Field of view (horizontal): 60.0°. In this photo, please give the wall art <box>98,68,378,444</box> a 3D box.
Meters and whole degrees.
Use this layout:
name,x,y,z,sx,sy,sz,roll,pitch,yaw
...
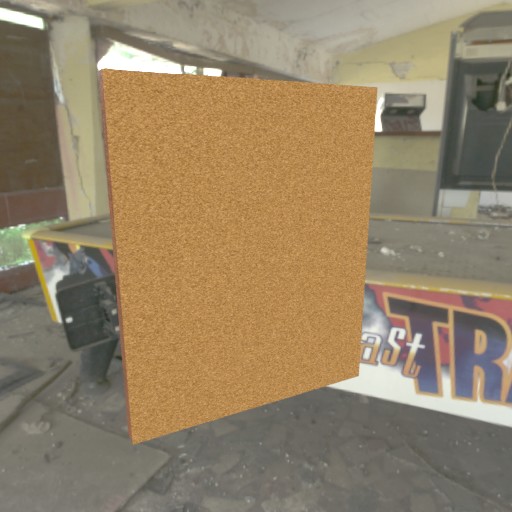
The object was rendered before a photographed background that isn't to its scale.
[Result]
name,x,y,z,sx,sy,sz,roll,pitch,yaw
wall art,0.000,0.000,0.764,0.467,0.567,0.033,-7,16,-27
